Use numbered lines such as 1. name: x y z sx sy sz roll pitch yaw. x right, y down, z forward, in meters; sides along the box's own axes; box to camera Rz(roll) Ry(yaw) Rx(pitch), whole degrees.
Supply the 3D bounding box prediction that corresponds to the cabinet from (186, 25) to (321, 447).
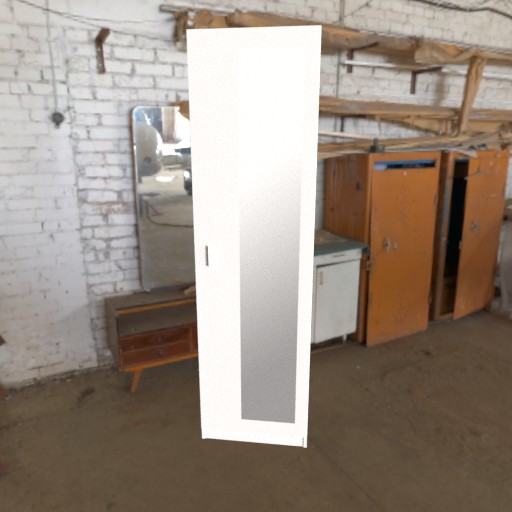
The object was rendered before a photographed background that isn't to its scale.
1. cabinet: 0.000 0.000 1.952 0.500 1.790 0.230 2 15 7
